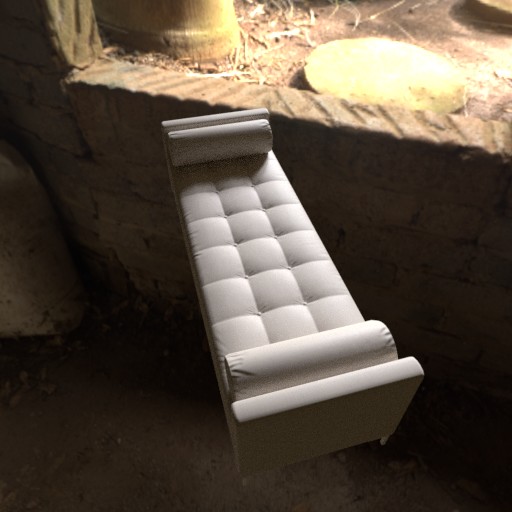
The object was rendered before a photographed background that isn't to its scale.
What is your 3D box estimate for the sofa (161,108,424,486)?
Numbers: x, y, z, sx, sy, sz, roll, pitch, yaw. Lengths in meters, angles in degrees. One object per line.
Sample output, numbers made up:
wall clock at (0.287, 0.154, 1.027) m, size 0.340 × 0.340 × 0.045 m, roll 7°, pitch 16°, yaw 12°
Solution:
sofa at (0.000, 0.000, 2.347) m, size 0.686 × 0.635 × 1.981 m, roll -11°, pitch 47°, yaw -11°
